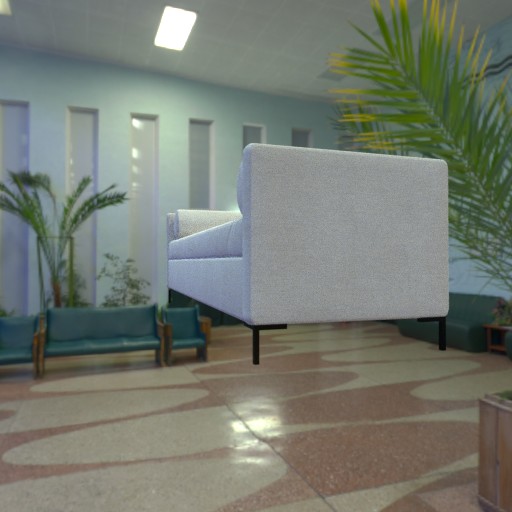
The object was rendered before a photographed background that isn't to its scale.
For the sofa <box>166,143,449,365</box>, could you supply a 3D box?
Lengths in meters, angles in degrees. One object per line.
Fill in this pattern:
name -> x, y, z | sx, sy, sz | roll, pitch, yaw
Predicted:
sofa -> 0.000, 0.000, 2.272 | 0.686, 0.635, 1.981 | 0, -1, -18
